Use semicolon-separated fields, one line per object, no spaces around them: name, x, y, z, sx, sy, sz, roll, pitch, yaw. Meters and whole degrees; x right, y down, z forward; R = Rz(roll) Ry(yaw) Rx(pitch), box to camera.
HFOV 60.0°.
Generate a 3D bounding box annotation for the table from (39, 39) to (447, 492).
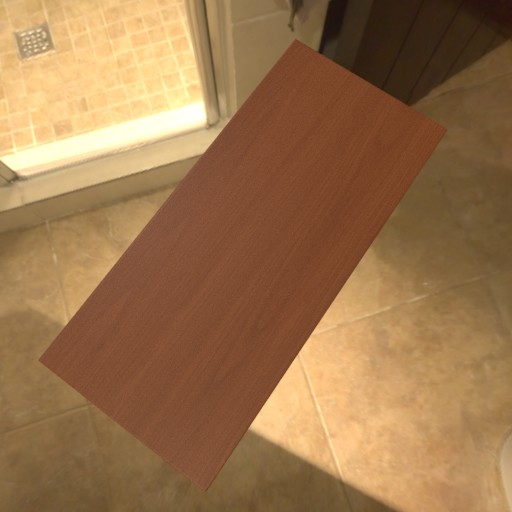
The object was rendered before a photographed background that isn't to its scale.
table;0.000;0.000;1.324;0.500;0.400;1.100;34;79;8
